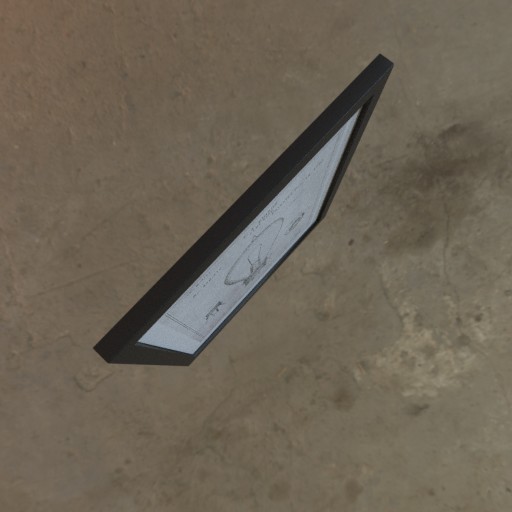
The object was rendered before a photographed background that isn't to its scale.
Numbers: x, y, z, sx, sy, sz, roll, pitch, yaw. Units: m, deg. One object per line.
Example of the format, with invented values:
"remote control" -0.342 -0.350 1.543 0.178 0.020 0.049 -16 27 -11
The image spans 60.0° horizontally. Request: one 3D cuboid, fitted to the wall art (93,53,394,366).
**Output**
"wall art" 0.000 0.000 0.694 0.021 0.509 0.430 41 79 10
